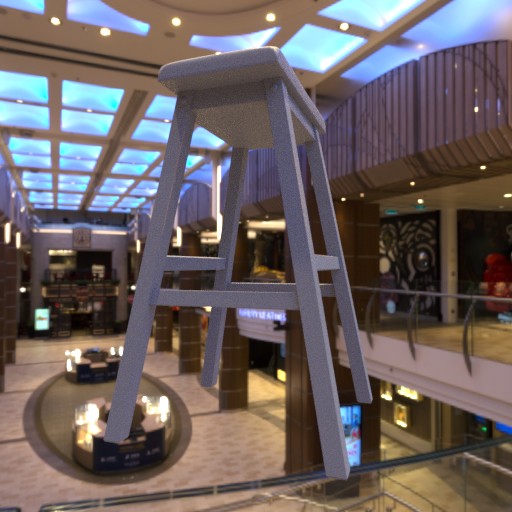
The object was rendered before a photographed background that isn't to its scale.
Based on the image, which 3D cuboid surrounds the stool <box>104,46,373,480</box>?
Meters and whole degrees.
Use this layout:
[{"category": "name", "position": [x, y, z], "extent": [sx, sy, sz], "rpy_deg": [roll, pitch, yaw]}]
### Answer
[{"category": "stool", "position": [0.000, 0.000, 1.017], "extent": [0.476, 0.737, 0.457], "rpy_deg": [0, -1, 20]}]
